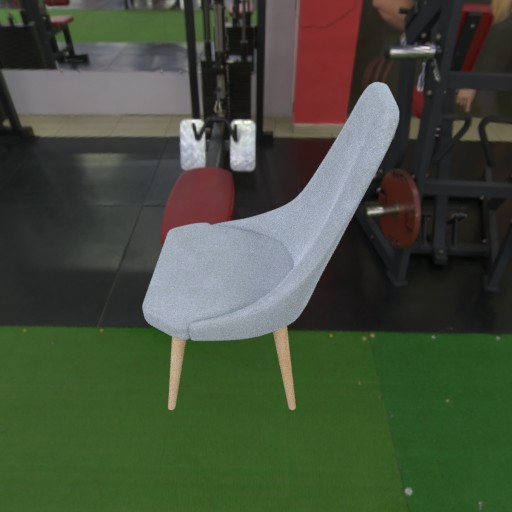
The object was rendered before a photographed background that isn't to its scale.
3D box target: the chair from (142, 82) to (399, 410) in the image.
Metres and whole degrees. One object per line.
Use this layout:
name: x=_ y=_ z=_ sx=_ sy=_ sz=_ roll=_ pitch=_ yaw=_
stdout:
chair: x=0.000 y=0.000 z=1.403 sx=0.660 sy=1.040 sz=0.510 roll=2 pitch=40 yaw=3
